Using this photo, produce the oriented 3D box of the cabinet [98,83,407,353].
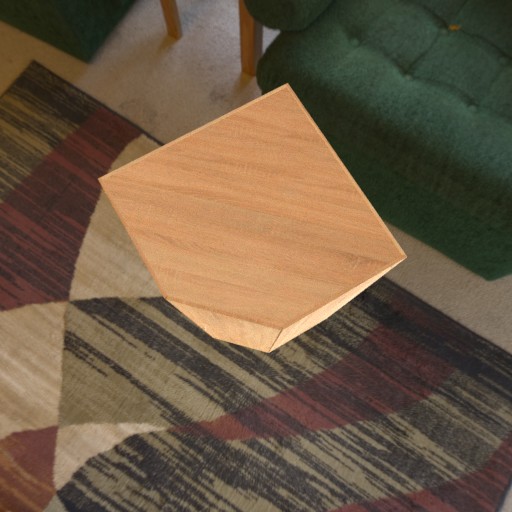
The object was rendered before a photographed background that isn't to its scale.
[{"bbox_3d":[0.000,0.000,2.889,1.327,2.120,1.094,15,76,4],"label":"cabinet"}]
